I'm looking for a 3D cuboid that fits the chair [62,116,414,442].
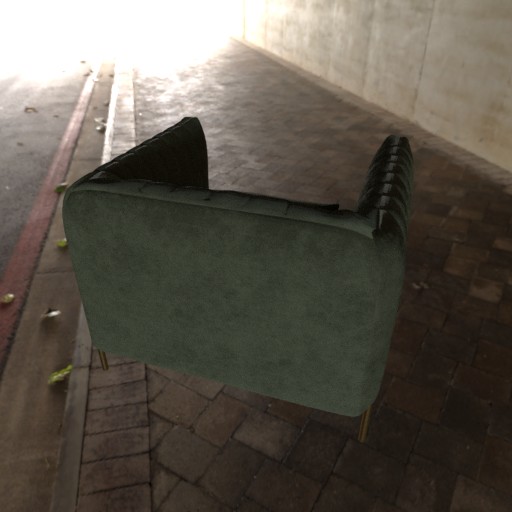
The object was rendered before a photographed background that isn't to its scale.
[{"bbox_3d":[0.000,0.000,1.667,1.032,0.794,0.877,10,33,16],"label":"chair"}]
